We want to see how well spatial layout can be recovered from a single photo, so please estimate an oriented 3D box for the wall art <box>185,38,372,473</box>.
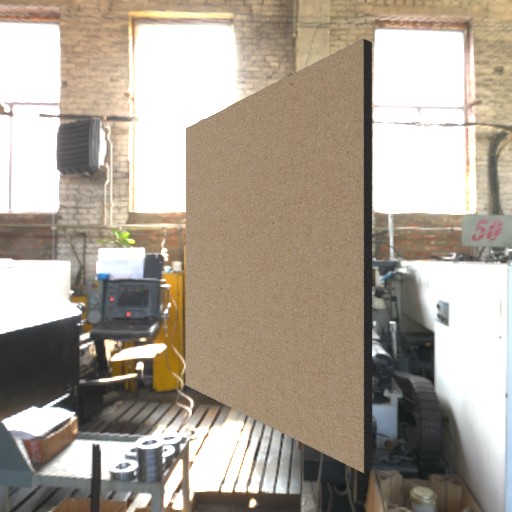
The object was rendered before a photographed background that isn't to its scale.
[{"bbox_3d":[0.000,0.000,1.192,0.028,0.863,0.755,0,0,-37],"label":"wall art"}]
